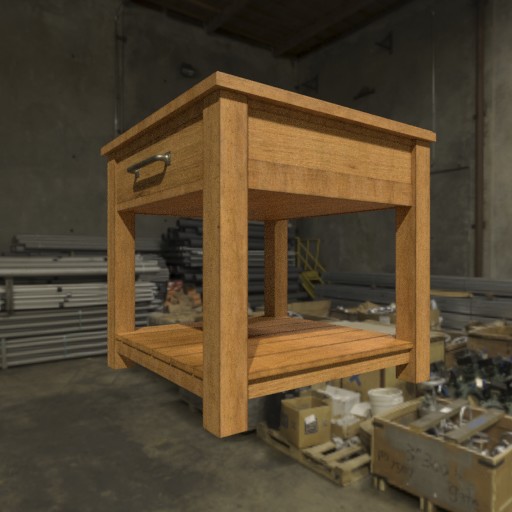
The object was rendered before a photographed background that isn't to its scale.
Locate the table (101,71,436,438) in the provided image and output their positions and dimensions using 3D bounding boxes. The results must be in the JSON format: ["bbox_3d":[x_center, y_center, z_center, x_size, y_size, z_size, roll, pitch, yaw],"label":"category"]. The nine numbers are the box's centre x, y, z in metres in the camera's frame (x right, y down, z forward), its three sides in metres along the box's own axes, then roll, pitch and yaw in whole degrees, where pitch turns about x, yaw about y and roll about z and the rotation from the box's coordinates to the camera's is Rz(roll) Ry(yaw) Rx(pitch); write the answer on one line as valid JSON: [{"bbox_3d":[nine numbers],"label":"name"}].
[{"bbox_3d":[0.000,0.000,1.126,0.612,0.593,0.616,0,0,-36],"label":"table"}]
